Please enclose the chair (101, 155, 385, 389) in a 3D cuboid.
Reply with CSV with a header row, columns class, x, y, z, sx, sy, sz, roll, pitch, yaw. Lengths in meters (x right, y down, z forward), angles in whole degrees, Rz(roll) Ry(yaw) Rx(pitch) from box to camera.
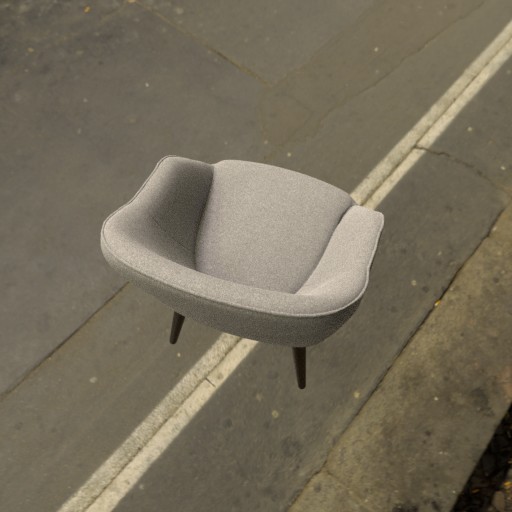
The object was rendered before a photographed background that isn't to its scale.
class,x,y,z,sx,sy,sz,roll,pitch,yaw
chair,0.000,0.000,1.224,0.589,0.810,0.611,17,64,9
